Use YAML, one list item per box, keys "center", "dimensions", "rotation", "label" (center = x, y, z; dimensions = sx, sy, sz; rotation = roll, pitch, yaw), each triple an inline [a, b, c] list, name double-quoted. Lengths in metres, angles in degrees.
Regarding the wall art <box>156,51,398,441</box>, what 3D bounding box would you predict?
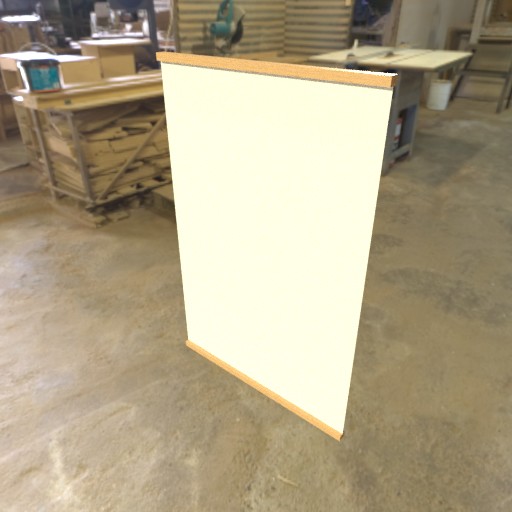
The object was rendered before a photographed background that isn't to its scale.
- center: [0.000, 0.000, 1.868]
  dimensions: [0.991, 1.510, 0.040]
  rotation: [22, 37, 33]
  label: "wall art"
